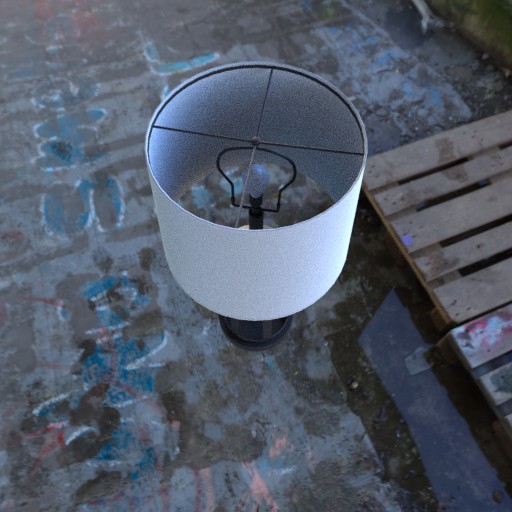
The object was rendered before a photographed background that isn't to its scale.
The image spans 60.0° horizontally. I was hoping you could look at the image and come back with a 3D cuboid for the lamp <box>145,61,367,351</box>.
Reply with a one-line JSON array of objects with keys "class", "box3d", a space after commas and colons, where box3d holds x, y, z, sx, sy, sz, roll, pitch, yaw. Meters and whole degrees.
[{"class": "lamp", "box3d": [0.000, 0.000, 0.665, 0.251, 0.509, 0.251, 0, 62, 0]}]
